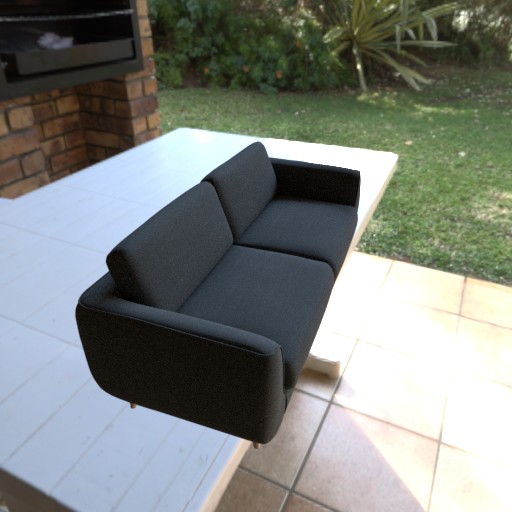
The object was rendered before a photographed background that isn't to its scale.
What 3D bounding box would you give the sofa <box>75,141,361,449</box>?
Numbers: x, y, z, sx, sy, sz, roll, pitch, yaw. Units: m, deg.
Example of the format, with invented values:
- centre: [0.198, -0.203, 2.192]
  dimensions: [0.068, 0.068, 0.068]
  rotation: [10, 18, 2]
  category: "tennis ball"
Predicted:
- centre: [0.000, 0.000, 2.480]
  dimensions: [0.920, 0.850, 2.000]
  rotation: [11, 32, 17]
  category: "sofa"
